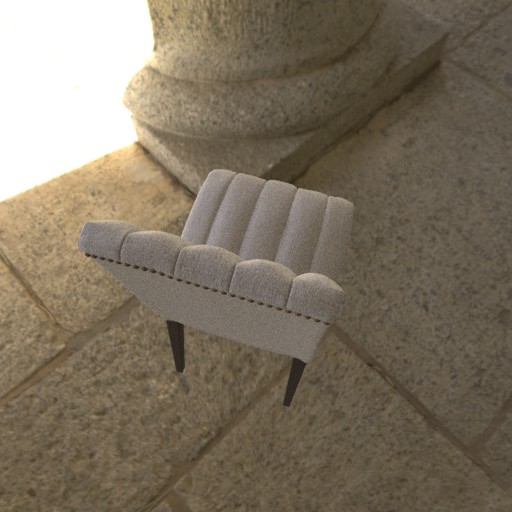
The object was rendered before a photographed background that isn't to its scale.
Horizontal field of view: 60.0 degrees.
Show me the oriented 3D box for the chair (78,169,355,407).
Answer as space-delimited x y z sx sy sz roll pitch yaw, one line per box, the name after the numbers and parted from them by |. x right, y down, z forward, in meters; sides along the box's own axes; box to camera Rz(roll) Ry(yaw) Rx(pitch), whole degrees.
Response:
0.000 0.000 1.327 0.511 1.016 0.647 15 63 8 | chair
